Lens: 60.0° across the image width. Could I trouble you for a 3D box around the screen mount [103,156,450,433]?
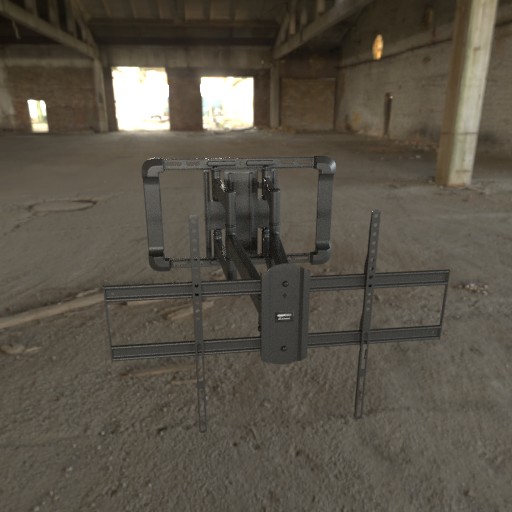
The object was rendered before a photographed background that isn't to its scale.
[{"bbox_3d":[0.000,0.000,1.312,0.725,0.483,0.905,-2,19,-7],"label":"screen mount"}]
